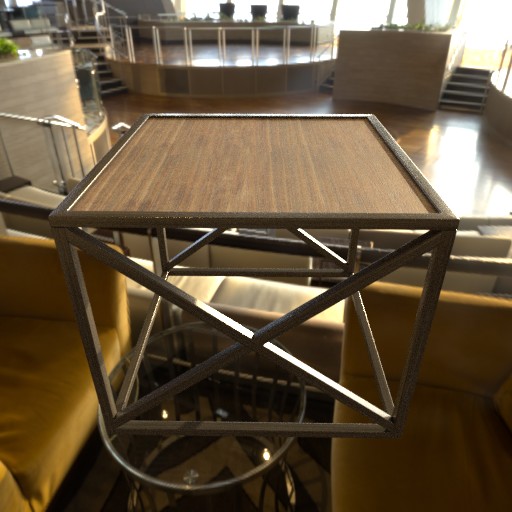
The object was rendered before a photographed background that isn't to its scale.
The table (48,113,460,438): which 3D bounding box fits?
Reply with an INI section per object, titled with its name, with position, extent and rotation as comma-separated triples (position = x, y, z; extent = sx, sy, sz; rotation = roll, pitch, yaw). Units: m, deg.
[table]
position = 0.000, 0.000, 1.047
extent = 0.611, 0.507, 0.609
rotation = 1, 32, 1
